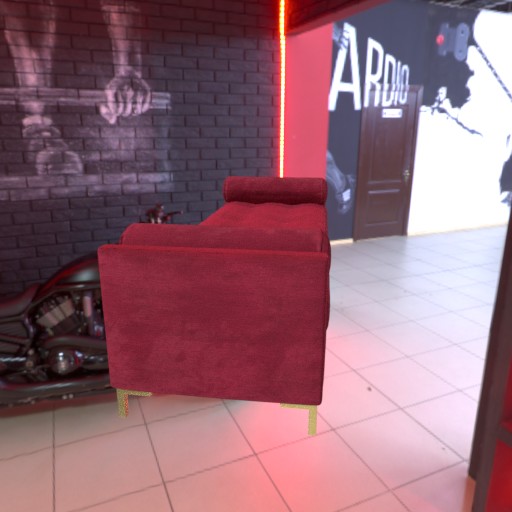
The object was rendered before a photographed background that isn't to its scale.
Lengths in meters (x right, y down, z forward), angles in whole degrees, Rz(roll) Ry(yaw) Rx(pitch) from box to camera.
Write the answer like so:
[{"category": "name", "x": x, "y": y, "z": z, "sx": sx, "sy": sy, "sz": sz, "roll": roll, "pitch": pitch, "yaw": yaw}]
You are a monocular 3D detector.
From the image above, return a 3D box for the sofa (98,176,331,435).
[{"category": "sofa", "x": 0.000, "y": 0.000, "z": 2.489, "sx": 0.796, "sy": 0.705, "sz": 2.102, "roll": 2, "pitch": 16, "yaw": 8}]
